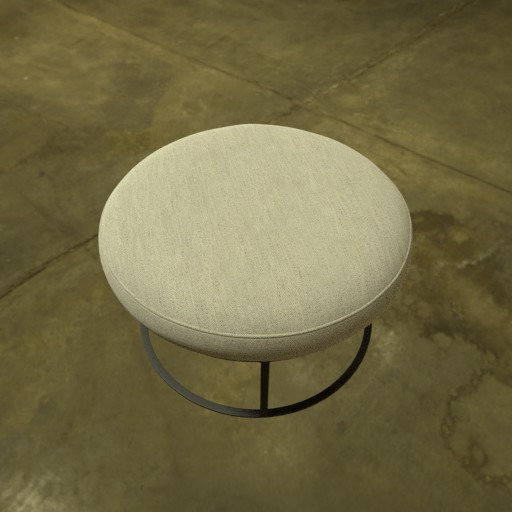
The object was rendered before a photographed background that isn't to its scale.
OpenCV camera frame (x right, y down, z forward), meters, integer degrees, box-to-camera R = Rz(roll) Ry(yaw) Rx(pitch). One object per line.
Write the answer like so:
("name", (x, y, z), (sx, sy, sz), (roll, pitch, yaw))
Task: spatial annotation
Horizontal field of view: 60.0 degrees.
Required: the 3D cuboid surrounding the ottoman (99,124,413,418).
("ottoman", (0.000, 0.000, 1.212), (0.769, 0.459, 0.769), (0, 47, 0))
